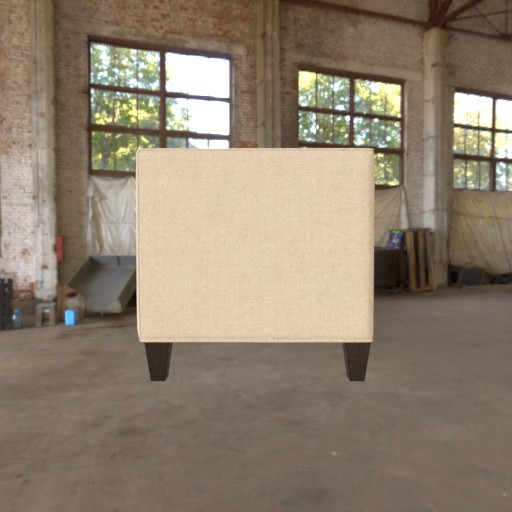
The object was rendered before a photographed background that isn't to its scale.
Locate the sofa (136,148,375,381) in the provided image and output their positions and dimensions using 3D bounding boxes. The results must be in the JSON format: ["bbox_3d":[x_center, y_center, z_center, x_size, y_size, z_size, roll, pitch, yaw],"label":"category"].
[{"bbox_3d":[0.000,0.000,2.501,0.775,0.762,2.159,0,2,0],"label":"sofa"}]
